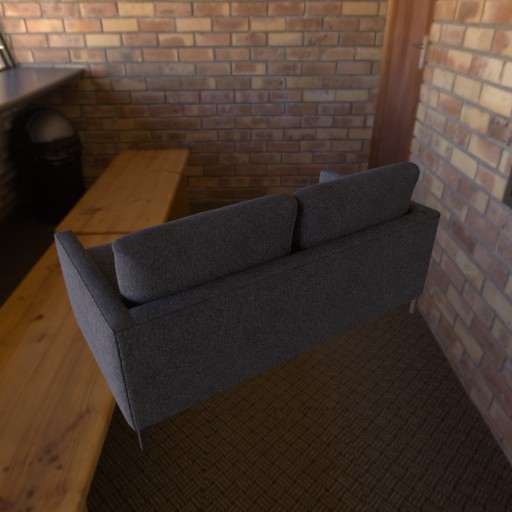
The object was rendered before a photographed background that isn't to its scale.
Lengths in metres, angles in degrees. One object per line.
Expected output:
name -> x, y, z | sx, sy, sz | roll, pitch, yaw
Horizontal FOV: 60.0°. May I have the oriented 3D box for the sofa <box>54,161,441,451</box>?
sofa -> 0.000, 0.000, 2.232 | 1.716, 0.862, 0.866 | -18, 34, -29
